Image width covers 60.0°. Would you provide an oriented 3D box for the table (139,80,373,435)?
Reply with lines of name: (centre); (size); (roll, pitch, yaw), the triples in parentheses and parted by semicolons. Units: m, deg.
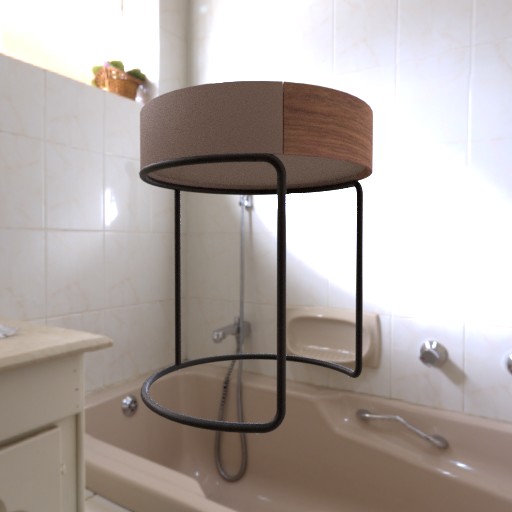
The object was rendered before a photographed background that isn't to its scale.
table: (0.000, 0.000, 0.885); (0.450, 0.530, 0.450); (0, 1, 0)
